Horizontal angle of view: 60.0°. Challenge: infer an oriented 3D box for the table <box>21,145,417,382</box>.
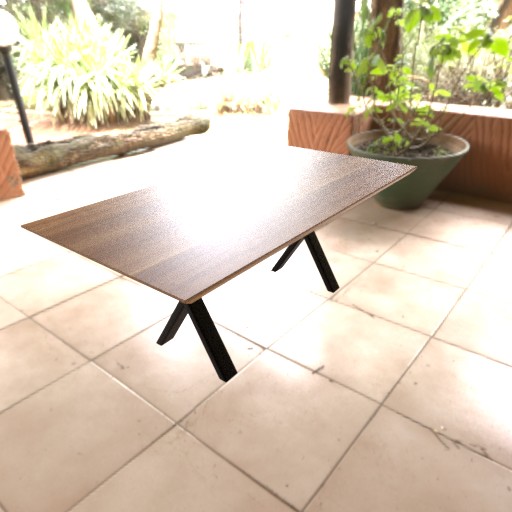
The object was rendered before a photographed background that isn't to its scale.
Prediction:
[{"bbox_3d":[0.000,0.000,2.499,1.000,0.770,2.000,19,32,33],"label":"table"}]
